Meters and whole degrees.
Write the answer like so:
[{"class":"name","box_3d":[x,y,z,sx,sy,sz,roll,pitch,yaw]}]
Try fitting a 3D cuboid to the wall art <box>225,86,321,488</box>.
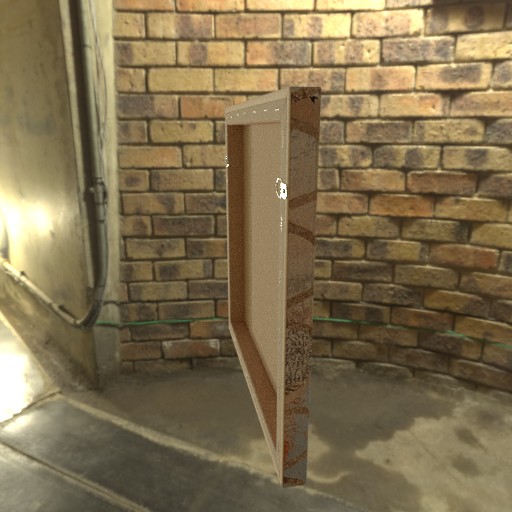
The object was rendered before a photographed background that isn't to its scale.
[{"class":"wall art","box_3d":[0.000,0.000,0.765,0.038,0.508,0.507,-3,16,-11]}]
